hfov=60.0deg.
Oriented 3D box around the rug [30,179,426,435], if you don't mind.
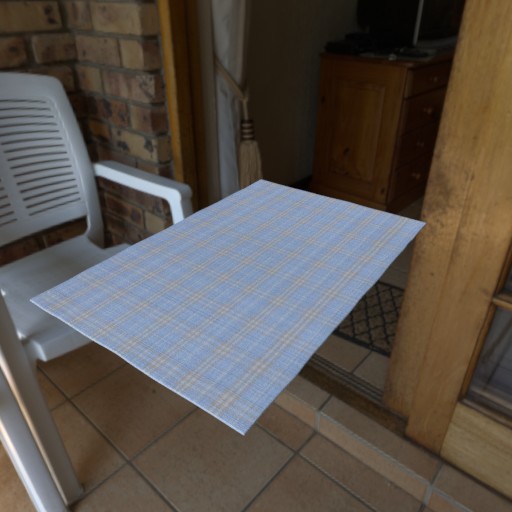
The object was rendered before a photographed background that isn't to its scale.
[{"bbox_3d":[0.000,0.000,2.346,1.231,0.012,1.835,20,36,30],"label":"rug"}]
